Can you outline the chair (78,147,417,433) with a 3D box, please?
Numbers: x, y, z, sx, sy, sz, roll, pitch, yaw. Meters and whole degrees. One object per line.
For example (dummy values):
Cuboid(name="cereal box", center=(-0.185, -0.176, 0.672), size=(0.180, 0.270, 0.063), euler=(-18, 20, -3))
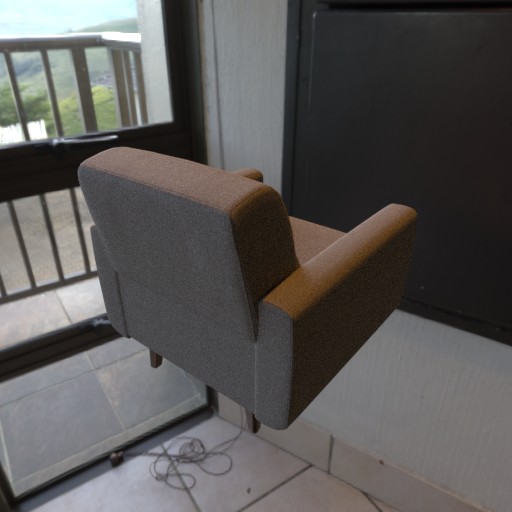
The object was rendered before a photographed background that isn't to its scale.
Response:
Cuboid(name="chair", center=(0.000, 0.000, 1.573), size=(0.831, 0.839, 0.907), euler=(21, 35, 33))
